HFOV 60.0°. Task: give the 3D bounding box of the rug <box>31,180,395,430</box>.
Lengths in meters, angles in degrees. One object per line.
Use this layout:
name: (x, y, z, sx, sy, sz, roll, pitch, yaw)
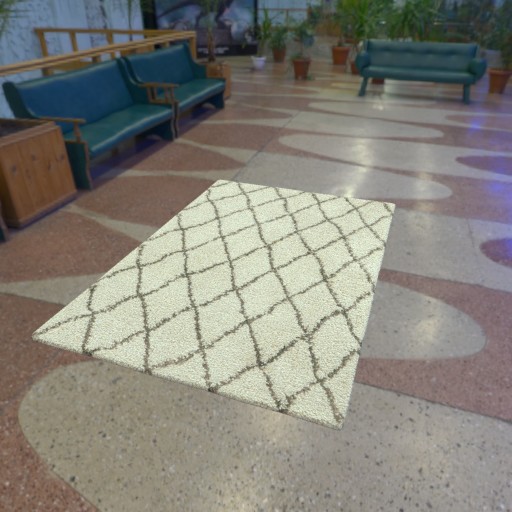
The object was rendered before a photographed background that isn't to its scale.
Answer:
rug: (0.000, 0.000, 2.257, 1.219, 0.030, 1.778, 11, 32, 17)
